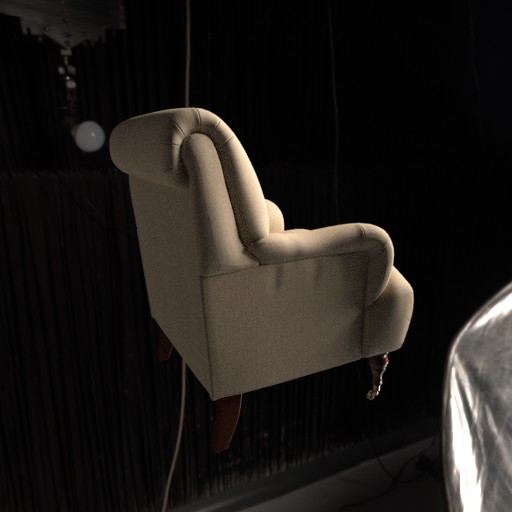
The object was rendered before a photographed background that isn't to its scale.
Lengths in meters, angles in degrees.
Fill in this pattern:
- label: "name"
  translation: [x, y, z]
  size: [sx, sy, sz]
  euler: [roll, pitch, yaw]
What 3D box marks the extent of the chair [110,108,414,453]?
- label: "chair"
  translation: [0.000, 0.000, 1.553]
  size: [0.842, 0.944, 0.766]
  euler: [-7, 16, -26]
